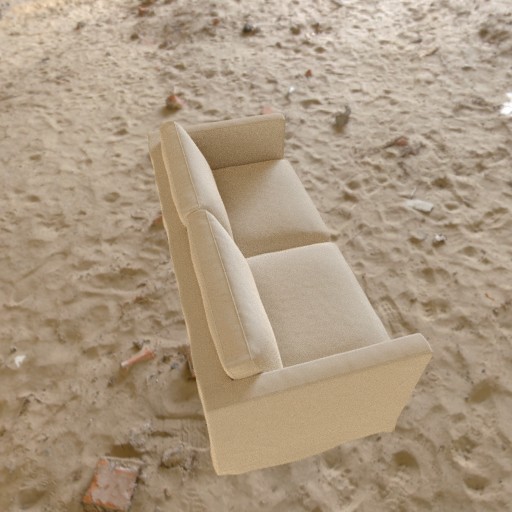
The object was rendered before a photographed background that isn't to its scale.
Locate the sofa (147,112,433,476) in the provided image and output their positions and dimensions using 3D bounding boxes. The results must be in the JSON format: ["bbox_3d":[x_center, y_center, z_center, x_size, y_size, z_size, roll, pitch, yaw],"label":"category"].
[{"bbox_3d":[0.000,0.000,2.511,0.940,0.870,1.987,-12,48,-11],"label":"sofa"}]
